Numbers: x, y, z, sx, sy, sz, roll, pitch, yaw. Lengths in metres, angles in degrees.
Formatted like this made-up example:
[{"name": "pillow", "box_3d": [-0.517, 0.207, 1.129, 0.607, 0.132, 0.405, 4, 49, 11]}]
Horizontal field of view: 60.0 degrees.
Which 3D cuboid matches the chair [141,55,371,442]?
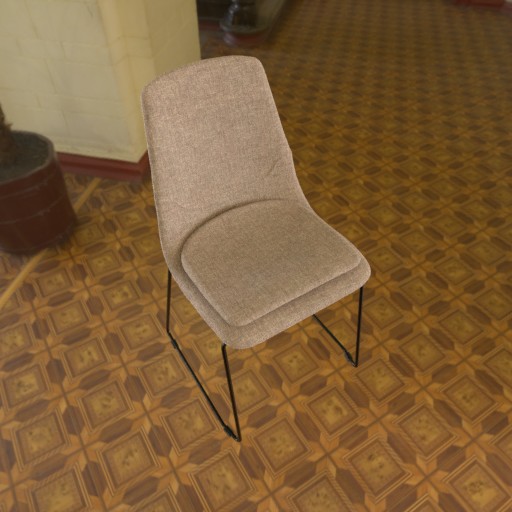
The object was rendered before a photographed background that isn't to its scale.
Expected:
[{"name": "chair", "box_3d": [0.000, 0.000, 1.183, 0.479, 0.858, 0.518, -25, 51, -22]}]
